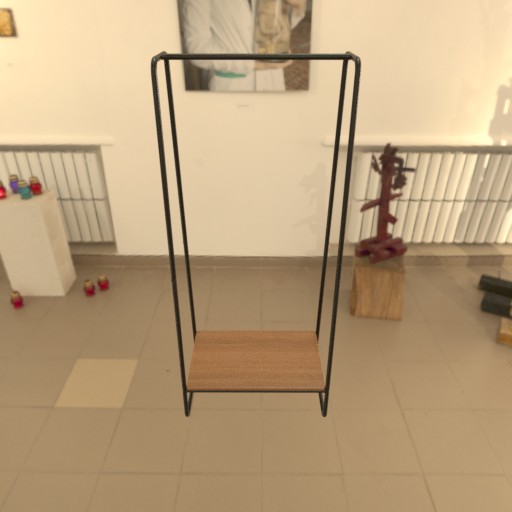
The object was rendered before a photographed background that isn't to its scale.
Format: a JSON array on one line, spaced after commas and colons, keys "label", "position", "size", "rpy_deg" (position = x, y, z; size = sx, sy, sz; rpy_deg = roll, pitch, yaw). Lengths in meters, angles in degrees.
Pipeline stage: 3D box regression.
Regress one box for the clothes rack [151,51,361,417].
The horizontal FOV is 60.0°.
[{"label": "clothes rack", "position": [0.000, 0.000, 1.797], "size": [0.640, 1.500, 0.400], "rpy_deg": [0, 30, 0]}]
